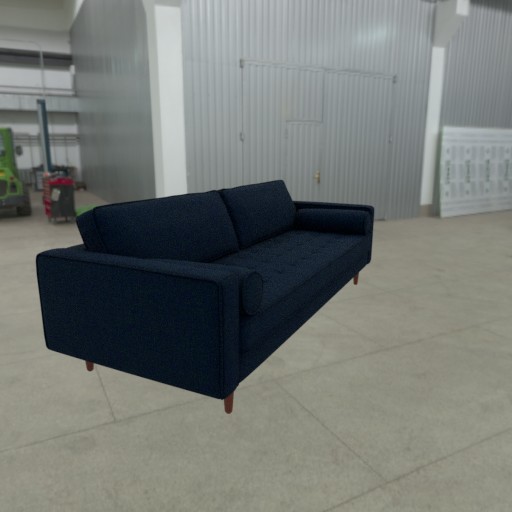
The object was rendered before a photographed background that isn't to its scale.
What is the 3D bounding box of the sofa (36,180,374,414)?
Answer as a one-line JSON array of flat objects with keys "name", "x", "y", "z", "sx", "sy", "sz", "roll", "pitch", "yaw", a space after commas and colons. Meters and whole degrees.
[{"name": "sofa", "x": 0.000, "y": 0.000, "z": 2.591, "sx": 0.914, "sy": 0.762, "sz": 2.210, "roll": 7, "pitch": 15, "yaw": 26}]
